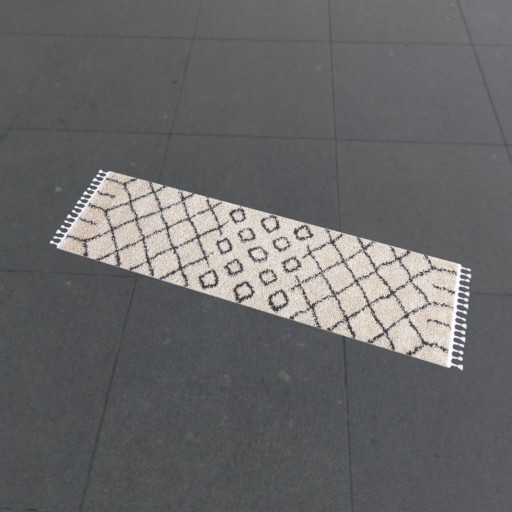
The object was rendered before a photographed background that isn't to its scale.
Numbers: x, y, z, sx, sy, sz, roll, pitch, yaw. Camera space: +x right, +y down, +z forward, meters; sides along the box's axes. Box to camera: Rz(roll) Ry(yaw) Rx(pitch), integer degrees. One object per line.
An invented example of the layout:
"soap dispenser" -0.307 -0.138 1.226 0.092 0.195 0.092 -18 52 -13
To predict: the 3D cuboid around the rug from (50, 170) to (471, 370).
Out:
"rug" 0.000 0.000 2.657 2.464 0.005 0.660 16 59 10
